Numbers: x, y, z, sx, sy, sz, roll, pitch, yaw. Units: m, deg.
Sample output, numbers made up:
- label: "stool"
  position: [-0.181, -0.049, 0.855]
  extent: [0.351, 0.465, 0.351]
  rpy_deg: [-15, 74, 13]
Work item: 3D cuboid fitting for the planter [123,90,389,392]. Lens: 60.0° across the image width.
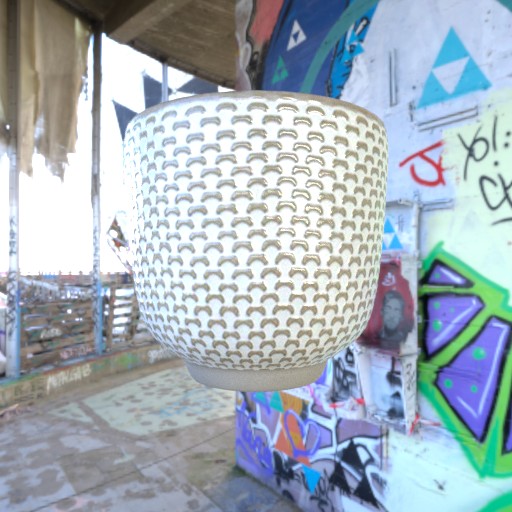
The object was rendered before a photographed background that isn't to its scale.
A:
- label: "planter"
  position: [0.000, 0.000, 0.300]
  extent: [0.173, 0.160, 0.173]
  rpy_deg: [0, -1, 0]
